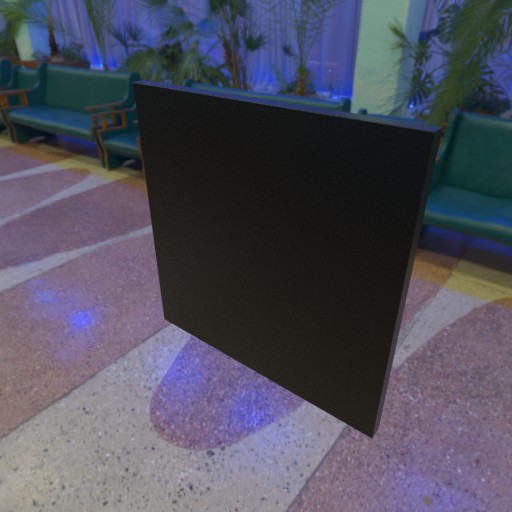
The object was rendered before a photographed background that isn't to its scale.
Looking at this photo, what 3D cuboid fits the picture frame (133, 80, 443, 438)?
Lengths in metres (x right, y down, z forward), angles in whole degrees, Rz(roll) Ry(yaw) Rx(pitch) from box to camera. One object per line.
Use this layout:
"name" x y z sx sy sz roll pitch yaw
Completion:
"picture frame" 0.000 0.000 0.823 0.559 0.557 0.029 22 37 32
